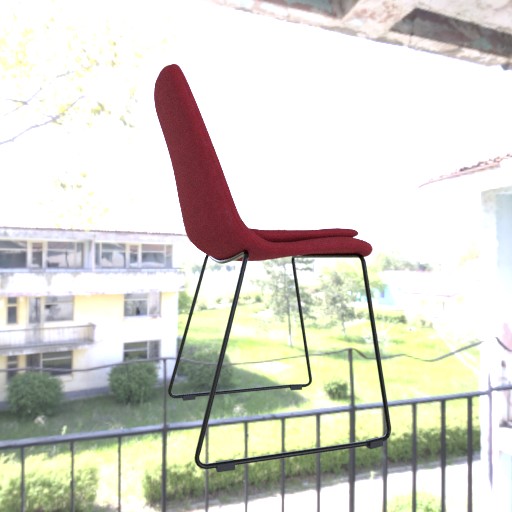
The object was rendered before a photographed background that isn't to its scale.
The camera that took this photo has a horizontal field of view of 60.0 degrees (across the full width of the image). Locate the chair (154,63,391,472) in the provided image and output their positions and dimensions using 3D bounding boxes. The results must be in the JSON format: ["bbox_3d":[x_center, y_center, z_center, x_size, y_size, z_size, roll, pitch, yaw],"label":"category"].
[{"bbox_3d":[0.000,0.000,1.153,0.518,0.858,0.479,0,0,-18],"label":"chair"}]
